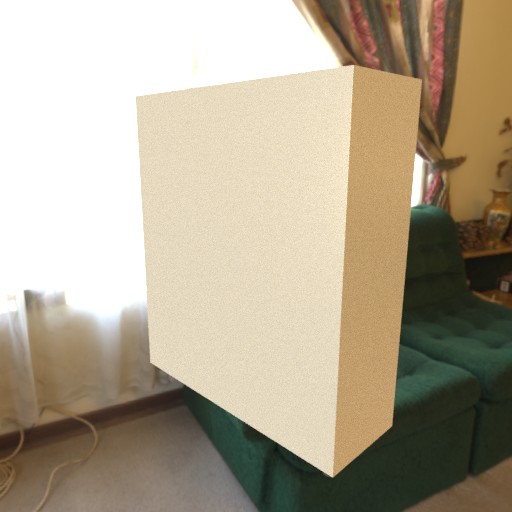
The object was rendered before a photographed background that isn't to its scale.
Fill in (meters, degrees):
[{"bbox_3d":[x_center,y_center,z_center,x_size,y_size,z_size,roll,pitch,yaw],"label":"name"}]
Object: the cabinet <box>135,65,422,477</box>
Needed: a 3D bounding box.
[{"bbox_3d":[0.000,0.000,1.622,0.348,1.150,0.990,-14,20,-43],"label":"cabinet"}]
